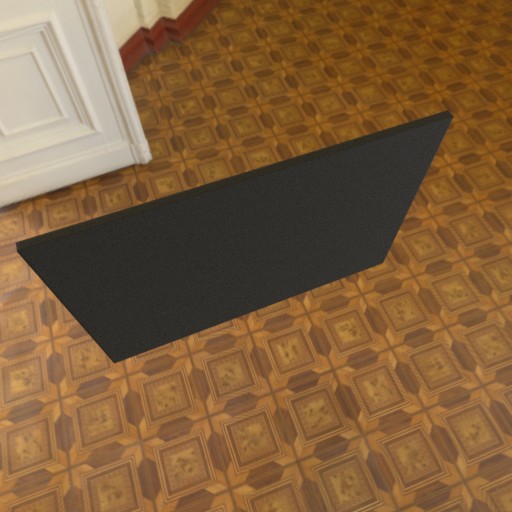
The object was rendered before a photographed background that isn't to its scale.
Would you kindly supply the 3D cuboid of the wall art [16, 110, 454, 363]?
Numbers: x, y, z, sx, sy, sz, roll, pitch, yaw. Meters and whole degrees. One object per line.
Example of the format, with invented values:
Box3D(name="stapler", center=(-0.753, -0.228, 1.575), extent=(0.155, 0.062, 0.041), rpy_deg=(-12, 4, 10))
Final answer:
Box3D(name="wall art", center=(0.000, 0.000, 1.201), extent=(0.964, 0.659, 0.049), rpy_deg=(-18, 60, -11))
